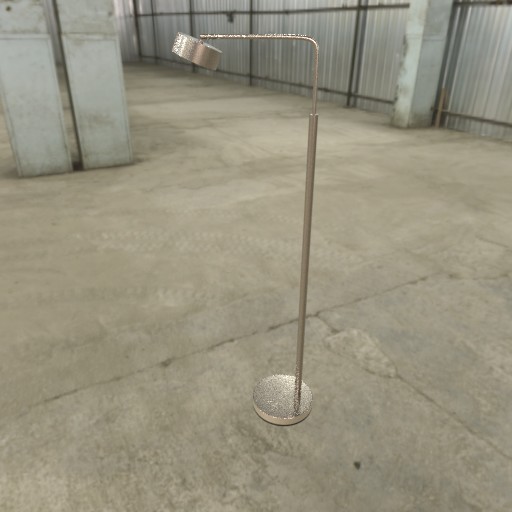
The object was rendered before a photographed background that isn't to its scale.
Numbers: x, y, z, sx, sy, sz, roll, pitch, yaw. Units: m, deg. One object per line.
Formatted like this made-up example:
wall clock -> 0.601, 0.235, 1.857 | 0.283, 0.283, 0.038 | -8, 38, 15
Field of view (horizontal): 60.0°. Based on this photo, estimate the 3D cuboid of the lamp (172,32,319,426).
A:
lamp -> 0.000, 0.000, 1.385 | 0.421, 1.250, 0.222 | -1, 27, -1
